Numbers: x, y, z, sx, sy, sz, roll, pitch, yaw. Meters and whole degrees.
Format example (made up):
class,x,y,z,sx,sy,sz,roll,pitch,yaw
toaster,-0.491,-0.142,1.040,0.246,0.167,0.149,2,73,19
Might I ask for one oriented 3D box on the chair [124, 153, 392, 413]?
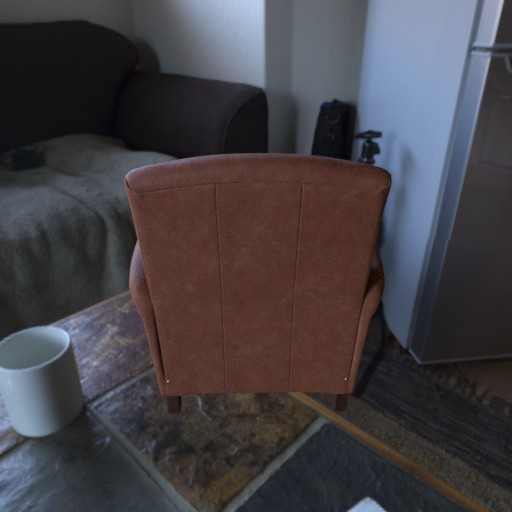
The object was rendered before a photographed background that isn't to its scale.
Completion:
class,x,y,z,sx,sy,sz,roll,pitch,yaw
chair,0.000,0.000,1.806,0.978,1.061,0.902,-1,29,-1
